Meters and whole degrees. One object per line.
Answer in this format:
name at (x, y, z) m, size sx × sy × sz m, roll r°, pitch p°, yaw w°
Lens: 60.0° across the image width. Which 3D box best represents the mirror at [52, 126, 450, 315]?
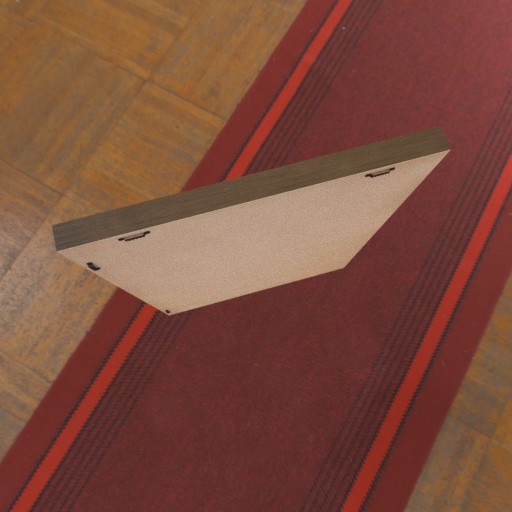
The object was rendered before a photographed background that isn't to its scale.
mirror at (0.000, 0.000, 0.897) m, size 0.507 × 0.710 × 0.040 m, roll -15°, pitch 77°, yaw -4°
